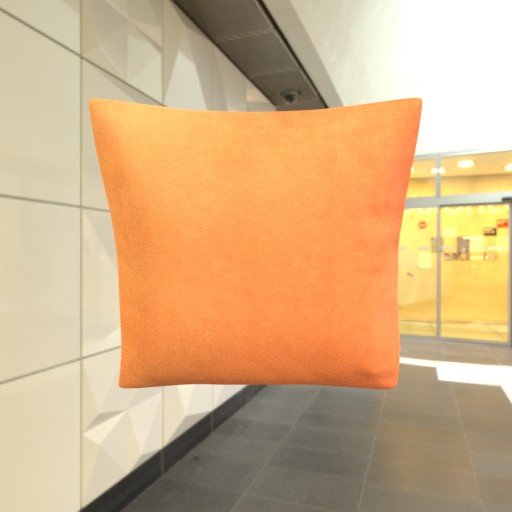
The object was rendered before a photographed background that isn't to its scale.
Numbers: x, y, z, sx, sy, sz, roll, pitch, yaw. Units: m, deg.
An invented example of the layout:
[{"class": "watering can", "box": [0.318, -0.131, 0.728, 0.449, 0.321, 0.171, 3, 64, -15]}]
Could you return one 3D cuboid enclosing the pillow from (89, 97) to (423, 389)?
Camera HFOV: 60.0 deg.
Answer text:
[{"class": "pillow", "box": [0.000, 0.000, 0.618, 0.424, 0.401, 0.177, 0, 0, 1]}]
